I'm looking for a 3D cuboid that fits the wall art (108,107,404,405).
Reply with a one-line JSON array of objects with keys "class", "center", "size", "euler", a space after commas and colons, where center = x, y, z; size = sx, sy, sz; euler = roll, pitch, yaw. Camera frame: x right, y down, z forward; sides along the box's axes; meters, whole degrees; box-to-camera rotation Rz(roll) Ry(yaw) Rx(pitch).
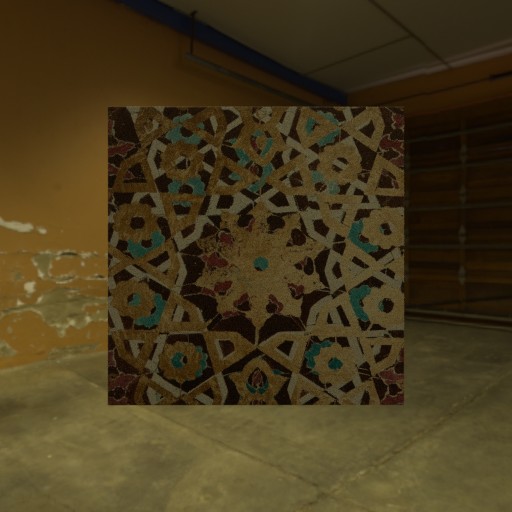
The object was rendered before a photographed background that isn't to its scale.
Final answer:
[{"class": "wall art", "center": [0.000, 0.000, 0.931], "size": [0.609, 0.613, 0.041], "euler": [0, 0, 0]}]
